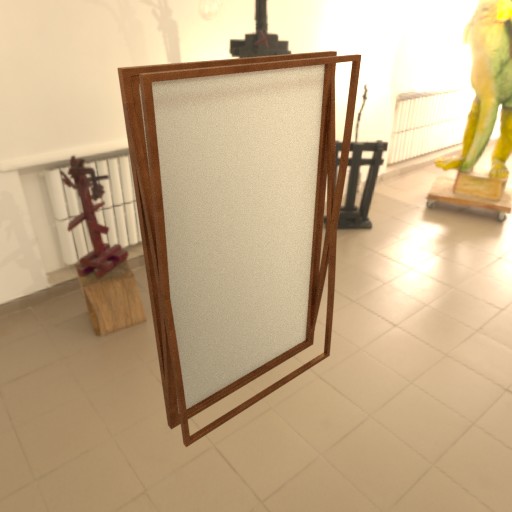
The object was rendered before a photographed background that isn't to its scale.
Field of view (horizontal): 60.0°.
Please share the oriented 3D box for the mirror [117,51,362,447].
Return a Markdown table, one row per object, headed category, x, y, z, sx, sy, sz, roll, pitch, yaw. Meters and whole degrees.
| category | x | y | z | sx | sy | sz | roll | pitch | yaw |
| --- | --- | --- | --- | --- | --- | --- | --- | --- | --- |
| mirror | 0.000 | 0.000 | 0.944 | 0.468 | 0.768 | 0.082 | -22 | 36 | -34 |
